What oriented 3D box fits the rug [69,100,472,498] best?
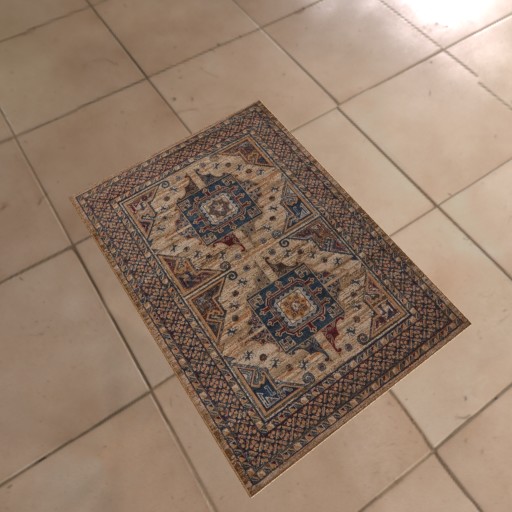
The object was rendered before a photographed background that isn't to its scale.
[{"bbox_3d":[0.000,0.000,2.859,1.611,0.008,2.227,-32,67,-15],"label":"rug"}]
